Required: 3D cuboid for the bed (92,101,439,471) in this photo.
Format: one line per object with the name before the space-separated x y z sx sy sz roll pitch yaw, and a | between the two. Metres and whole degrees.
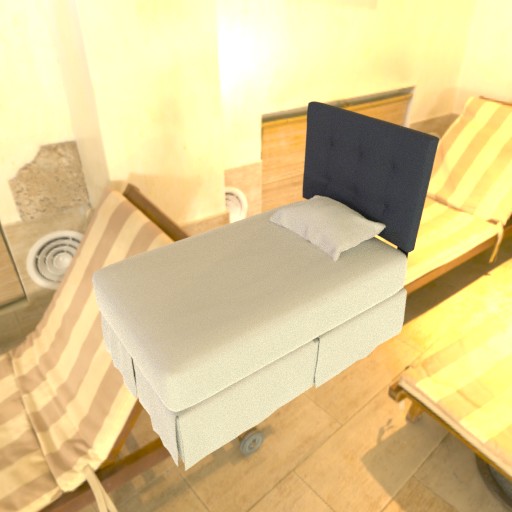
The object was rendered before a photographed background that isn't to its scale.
bed | 0.000 0.000 3.021 1.997 1.571 1.261 -22 39 -30
